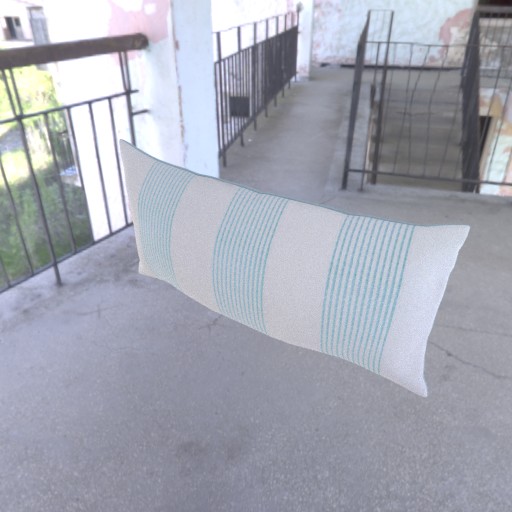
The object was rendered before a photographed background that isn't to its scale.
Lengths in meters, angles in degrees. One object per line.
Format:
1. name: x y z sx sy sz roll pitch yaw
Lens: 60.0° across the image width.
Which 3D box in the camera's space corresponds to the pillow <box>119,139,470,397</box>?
1. pillow: 0.000 0.000 0.729 0.610 0.287 0.151 19 36 29
